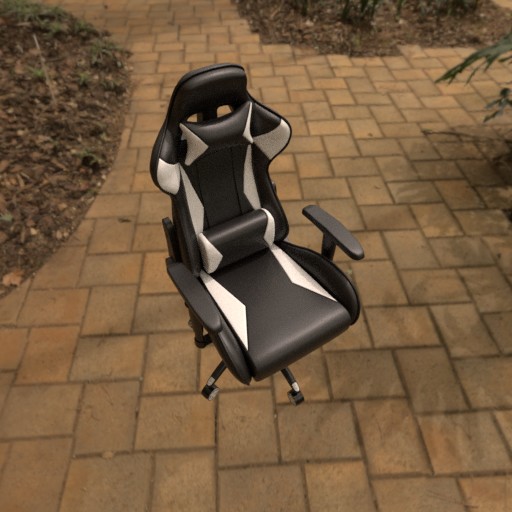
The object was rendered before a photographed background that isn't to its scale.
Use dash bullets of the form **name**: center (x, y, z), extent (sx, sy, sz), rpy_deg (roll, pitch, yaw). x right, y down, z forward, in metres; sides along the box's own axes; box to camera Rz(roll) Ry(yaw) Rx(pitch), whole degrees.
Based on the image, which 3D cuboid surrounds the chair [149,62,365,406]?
- **chair**: center (0.000, 0.000, 1.724), extent (0.730, 1.285, 0.695), rpy_deg (-25, 51, -22)
